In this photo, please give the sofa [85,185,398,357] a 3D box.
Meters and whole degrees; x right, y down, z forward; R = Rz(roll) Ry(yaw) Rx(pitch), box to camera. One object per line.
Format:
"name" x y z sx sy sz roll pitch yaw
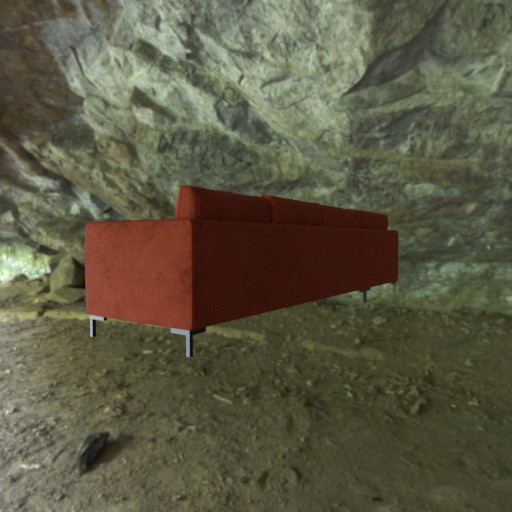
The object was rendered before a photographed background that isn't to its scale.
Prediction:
"sofa" 0.000 0.000 2.935 1.136 0.663 2.467 1 3 35
